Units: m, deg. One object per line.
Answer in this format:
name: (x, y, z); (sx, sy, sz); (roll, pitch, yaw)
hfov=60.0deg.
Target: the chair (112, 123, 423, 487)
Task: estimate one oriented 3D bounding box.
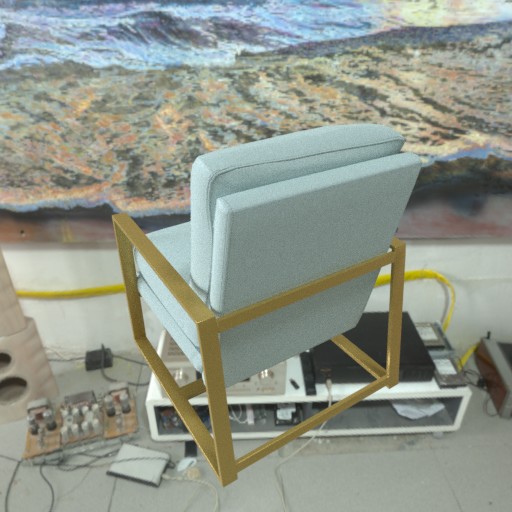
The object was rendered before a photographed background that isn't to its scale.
chair: (0.000, 0.000, 1.545); (0.758, 0.956, 0.813); (-18, 35, -28)
